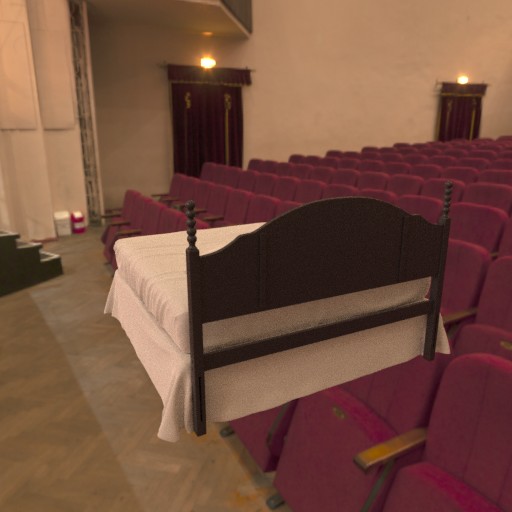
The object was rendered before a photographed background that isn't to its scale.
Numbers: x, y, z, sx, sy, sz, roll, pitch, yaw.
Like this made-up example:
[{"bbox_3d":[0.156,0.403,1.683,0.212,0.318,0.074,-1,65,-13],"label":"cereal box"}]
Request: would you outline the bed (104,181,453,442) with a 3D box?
[{"bbox_3d":[0.000,0.000,3.710,2.322,1.355,2.219,-8,18,-26],"label":"bed"}]
